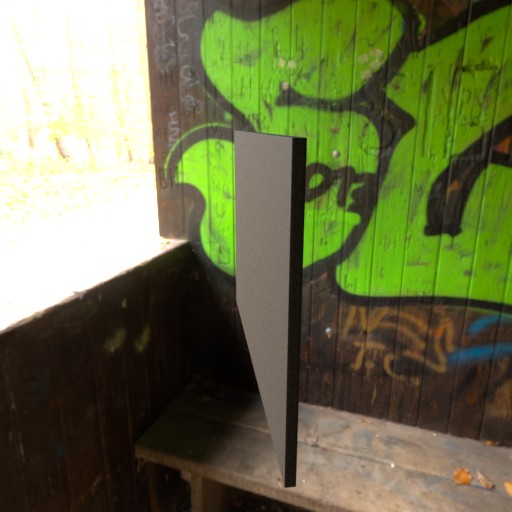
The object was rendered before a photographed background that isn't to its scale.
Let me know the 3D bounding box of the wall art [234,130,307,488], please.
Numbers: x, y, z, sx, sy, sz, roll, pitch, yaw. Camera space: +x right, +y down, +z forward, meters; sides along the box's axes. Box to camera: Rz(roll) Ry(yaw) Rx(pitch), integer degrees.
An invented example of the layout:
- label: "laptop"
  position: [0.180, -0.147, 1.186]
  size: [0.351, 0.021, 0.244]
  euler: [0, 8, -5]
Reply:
- label: "wall art"
  position: [0.000, 0.000, 1.223]
  size: [0.026, 0.656, 0.958]
  euler: [-2, 17, -7]
